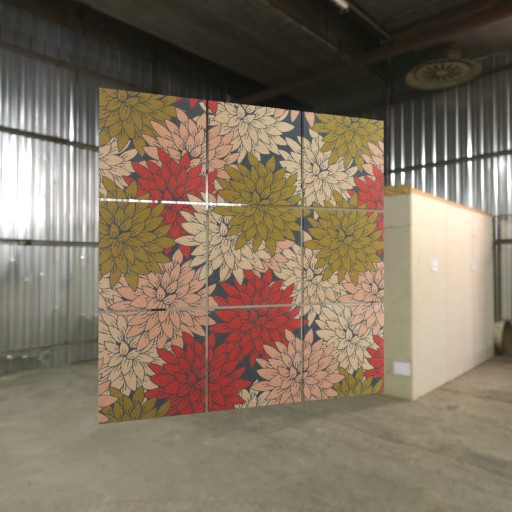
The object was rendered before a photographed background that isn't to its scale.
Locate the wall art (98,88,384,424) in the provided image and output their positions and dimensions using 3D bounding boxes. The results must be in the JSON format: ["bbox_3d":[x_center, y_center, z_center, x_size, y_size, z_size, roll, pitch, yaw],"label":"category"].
[{"bbox_3d":[0.000,0.000,1.353,0.904,0.913,0.013,0,0,-19],"label":"wall art"}]
